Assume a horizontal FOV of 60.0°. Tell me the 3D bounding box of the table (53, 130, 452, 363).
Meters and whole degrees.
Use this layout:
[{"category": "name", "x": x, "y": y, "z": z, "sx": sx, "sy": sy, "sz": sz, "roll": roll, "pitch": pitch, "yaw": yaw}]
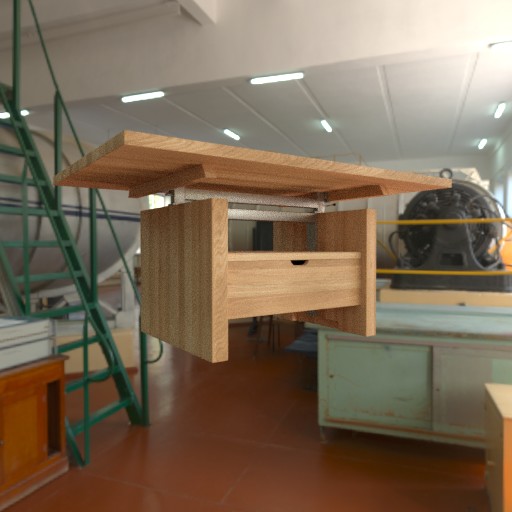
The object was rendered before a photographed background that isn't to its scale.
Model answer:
[{"category": "table", "x": 0.000, "y": 0.000, "z": 1.454, "sx": 1.100, "sy": 0.510, "sz": 0.700, "roll": -1, "pitch": 2, "yaw": -35}]
